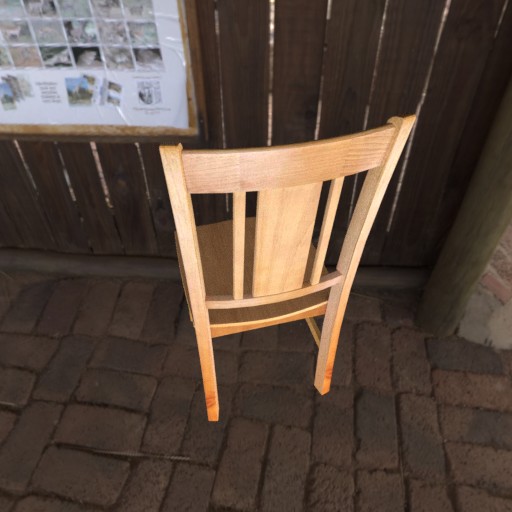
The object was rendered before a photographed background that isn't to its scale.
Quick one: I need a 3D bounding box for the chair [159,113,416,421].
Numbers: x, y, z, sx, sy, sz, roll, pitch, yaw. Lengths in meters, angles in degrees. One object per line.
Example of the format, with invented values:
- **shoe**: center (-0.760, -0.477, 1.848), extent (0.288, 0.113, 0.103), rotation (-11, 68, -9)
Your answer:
- **chair**: center (0.000, 0.000, 1.252), extent (0.450, 0.998, 0.556), rotation (-10, 43, -11)
